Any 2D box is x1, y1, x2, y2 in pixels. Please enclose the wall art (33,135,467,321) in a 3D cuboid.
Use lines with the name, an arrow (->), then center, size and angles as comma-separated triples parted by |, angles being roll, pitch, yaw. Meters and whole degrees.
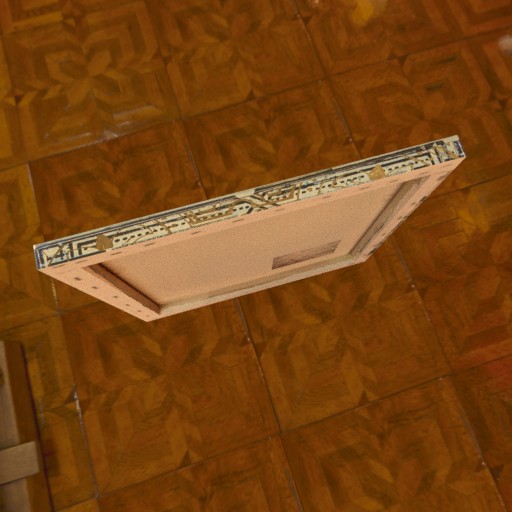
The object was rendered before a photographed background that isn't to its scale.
wall art -> 0.000, 0.000, 0.901 | 0.609, 0.607, 0.036 | -15, 76, -4
